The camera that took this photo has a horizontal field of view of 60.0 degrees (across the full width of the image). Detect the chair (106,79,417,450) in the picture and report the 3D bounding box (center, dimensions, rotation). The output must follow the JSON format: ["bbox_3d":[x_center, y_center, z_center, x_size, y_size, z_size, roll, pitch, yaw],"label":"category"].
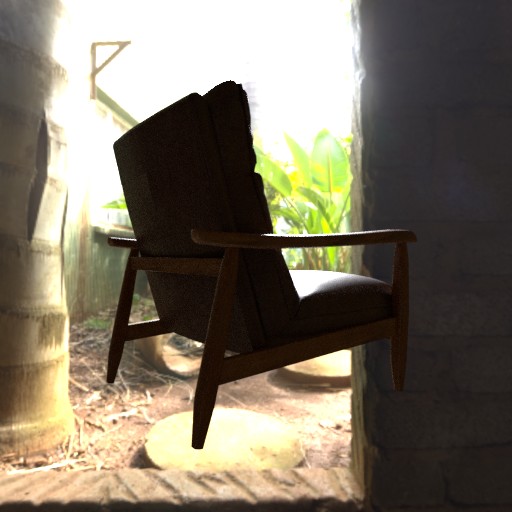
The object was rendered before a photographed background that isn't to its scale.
[{"bbox_3d":[0.000,0.000,1.526,0.830,0.897,0.782,0,0,-36],"label":"chair"}]
